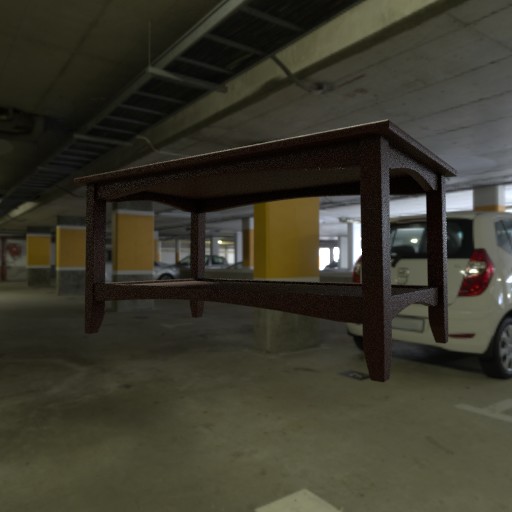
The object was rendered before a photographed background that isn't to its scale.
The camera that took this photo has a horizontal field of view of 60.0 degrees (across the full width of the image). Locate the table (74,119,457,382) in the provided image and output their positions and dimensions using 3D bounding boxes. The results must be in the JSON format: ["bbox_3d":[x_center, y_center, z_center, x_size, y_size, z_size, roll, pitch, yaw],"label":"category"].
[{"bbox_3d":[0.000,0.000,1.242,0.943,0.456,0.533,0,-1,36],"label":"table"}]
